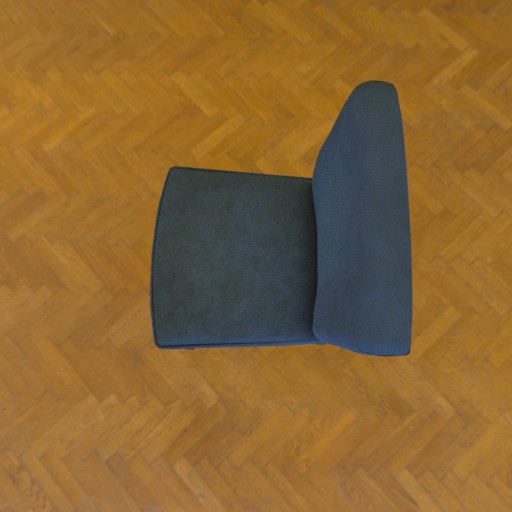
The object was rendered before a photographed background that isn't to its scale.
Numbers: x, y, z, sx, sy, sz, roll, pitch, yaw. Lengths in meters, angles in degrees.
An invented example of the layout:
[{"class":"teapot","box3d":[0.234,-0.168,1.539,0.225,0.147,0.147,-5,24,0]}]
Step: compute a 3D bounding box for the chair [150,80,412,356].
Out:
[{"class":"chair","box3d":[0.000,0.000,1.178,0.551,0.806,0.521,2,76,0]}]
